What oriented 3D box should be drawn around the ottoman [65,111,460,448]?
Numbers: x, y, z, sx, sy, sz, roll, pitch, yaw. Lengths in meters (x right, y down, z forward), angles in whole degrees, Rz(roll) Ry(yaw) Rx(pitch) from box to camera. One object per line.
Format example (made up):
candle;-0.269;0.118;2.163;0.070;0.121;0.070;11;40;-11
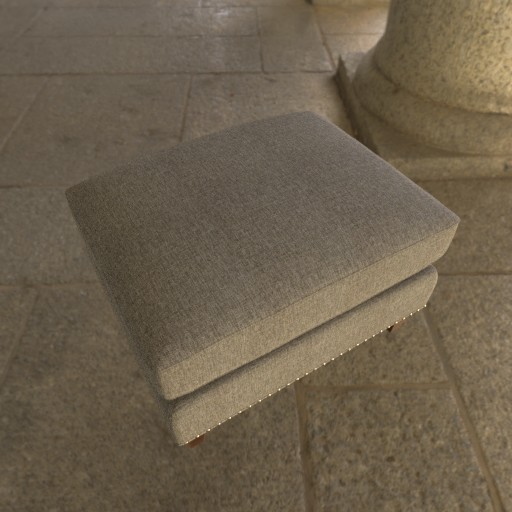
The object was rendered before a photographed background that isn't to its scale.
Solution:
ottoman;0.000;0.000;1.143;0.741;0.513;0.584;-24;51;-21
